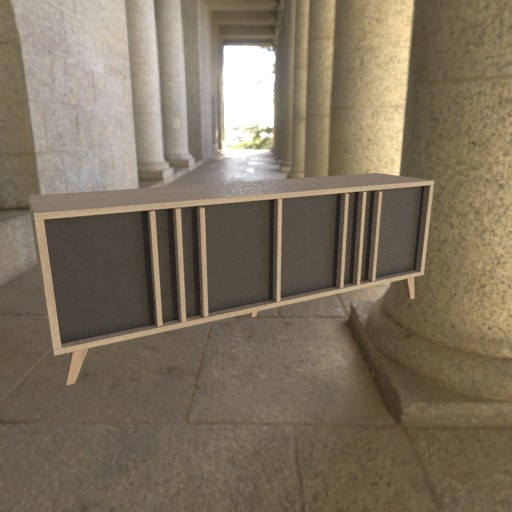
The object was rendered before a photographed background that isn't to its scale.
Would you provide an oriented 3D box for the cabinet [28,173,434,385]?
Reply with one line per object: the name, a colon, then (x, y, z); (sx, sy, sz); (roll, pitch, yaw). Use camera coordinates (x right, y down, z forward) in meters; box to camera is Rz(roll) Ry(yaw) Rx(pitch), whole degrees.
cabinet: (0.000, 0.000, 2.510); (2.198, 0.779, 0.499); (-9, 19, -27)
